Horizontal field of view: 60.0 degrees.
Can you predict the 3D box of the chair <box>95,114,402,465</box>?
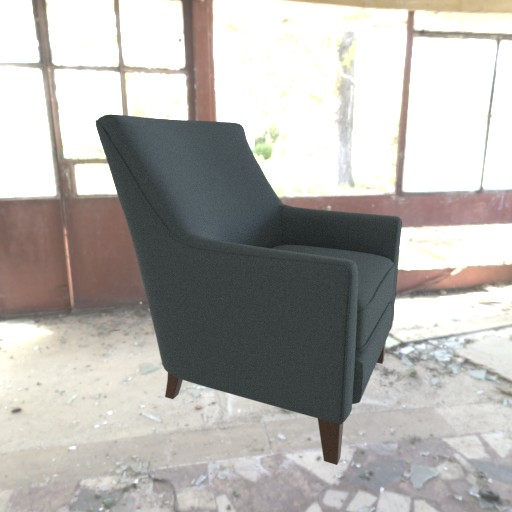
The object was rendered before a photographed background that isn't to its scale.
[{"bbox_3d":[0.000,0.000,1.529,0.879,0.916,0.756,7,16,25],"label":"chair"}]
